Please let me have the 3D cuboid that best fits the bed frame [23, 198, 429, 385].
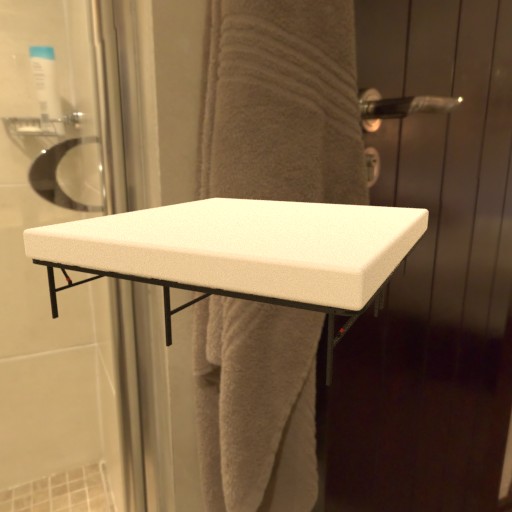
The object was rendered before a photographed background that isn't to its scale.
[{"bbox_3d":[0.000,0.000,3.000,1.935,0.525,2.033,7,15,26],"label":"bed frame"}]
